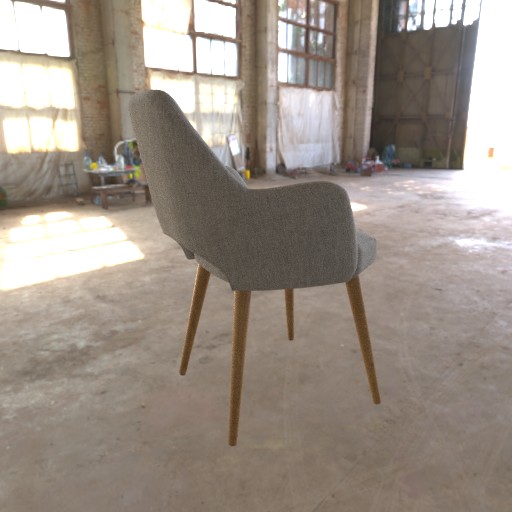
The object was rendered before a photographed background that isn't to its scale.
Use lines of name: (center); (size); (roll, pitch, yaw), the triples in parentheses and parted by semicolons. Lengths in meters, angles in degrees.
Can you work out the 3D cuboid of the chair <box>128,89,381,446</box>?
chair: (0.000, 0.000, 1.233); (0.610, 0.840, 0.590); (-8, 18, -27)
